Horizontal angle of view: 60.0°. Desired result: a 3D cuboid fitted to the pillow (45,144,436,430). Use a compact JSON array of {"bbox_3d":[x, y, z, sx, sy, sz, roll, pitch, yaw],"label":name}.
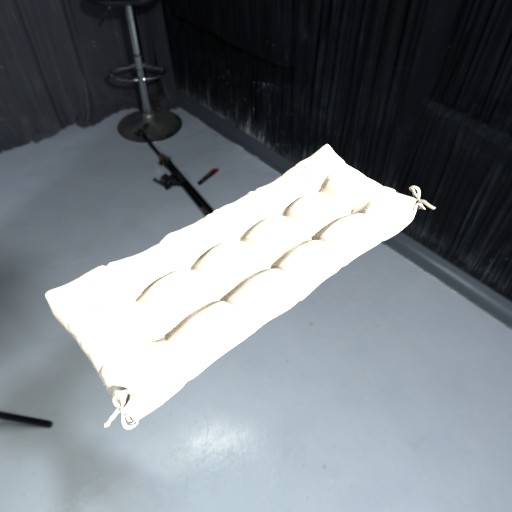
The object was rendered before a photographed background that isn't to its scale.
[{"bbox_3d":[0.000,0.000,1.346,1.194,0.174,0.511,-32,55,-26],"label":"pillow"}]
